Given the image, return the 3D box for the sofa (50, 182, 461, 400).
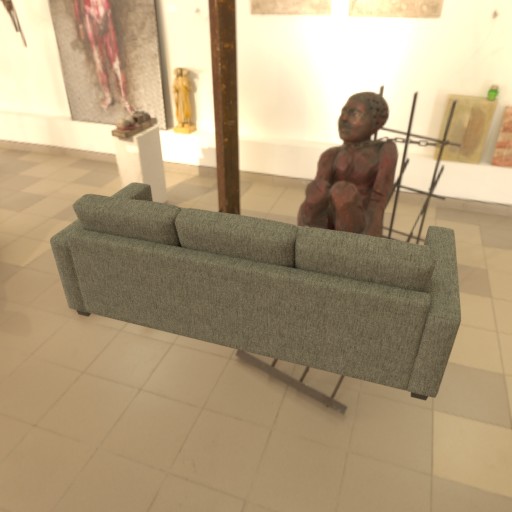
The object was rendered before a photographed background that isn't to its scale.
[{"bbox_3d":[0.000,0.000,2.613,2.160,0.800,0.900,10,34,16],"label":"sofa"}]
